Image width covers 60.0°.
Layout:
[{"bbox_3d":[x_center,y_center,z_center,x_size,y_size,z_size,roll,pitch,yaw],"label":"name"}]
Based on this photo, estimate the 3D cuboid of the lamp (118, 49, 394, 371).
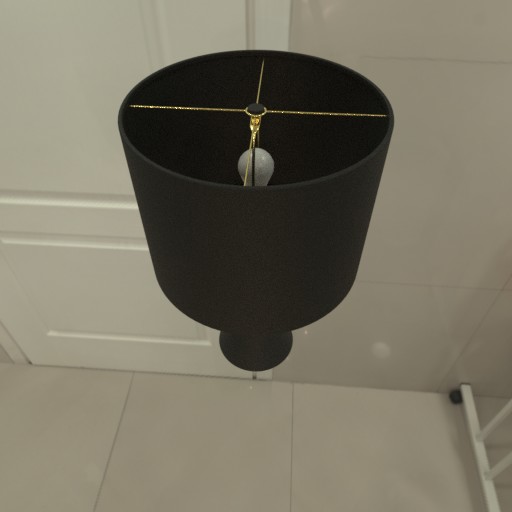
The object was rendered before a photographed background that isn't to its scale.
[{"bbox_3d":[0.000,0.000,0.798,0.359,0.584,0.359,3,47,3],"label":"lamp"}]
